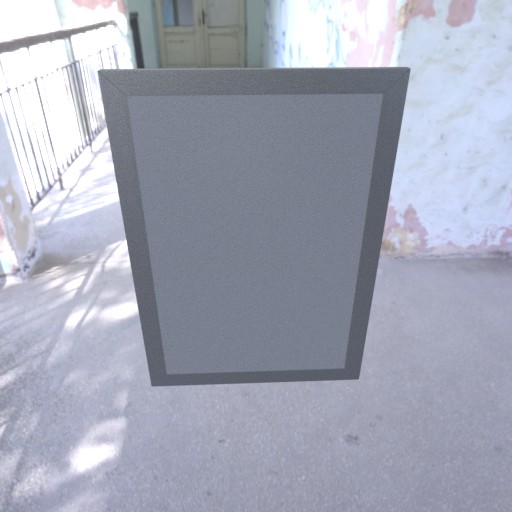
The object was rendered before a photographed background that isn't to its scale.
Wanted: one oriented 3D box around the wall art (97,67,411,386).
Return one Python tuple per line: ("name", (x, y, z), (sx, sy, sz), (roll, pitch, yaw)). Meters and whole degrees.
("wall art", (0.000, 0.000, 0.672), (0.376, 0.529, 0.013), (-1, 31, -2))
